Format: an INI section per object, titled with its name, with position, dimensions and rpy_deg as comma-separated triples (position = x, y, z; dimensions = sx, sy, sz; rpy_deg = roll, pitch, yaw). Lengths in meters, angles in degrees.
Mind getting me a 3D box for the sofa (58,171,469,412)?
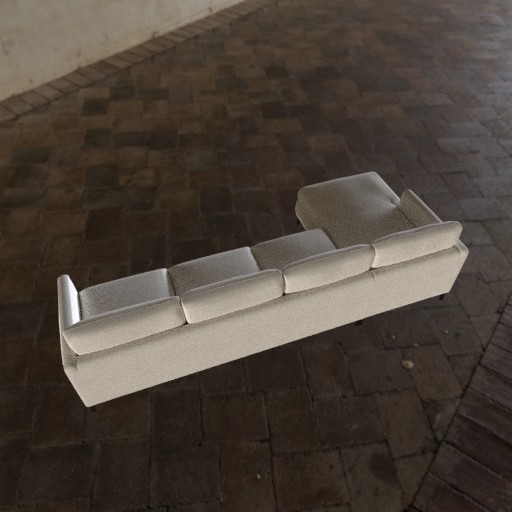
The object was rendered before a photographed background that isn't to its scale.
[sofa]
position = 0.000, 0.000, 3.799
dimensions = 3.186, 0.875, 1.467
rpy_deg = -15, 48, -14
